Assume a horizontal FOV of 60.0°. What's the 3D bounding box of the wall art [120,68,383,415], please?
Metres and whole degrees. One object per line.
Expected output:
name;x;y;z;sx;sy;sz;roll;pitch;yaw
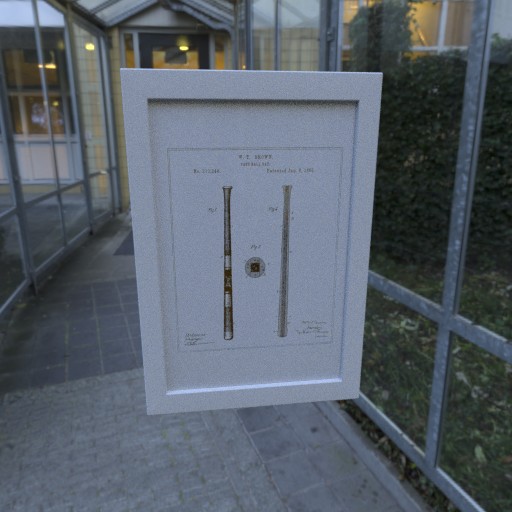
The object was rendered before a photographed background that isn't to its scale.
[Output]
wall art;0.000;0.000;0.622;0.329;0.482;0.011;-2;16;-7
